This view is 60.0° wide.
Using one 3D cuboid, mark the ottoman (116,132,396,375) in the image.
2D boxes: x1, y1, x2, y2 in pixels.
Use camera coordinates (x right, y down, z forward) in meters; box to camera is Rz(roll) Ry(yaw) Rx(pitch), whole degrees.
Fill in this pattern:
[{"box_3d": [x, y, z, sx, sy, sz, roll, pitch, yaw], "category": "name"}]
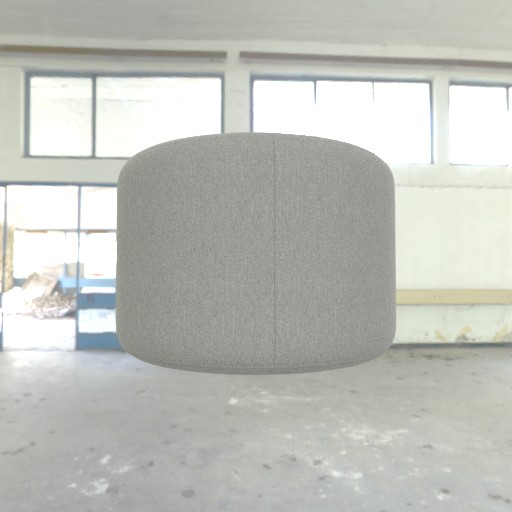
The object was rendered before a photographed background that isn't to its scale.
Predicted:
[{"box_3d": [0.000, 0.000, 1.011, 0.608, 0.433, 0.608, 0, -2, 0], "category": "ottoman"}]
